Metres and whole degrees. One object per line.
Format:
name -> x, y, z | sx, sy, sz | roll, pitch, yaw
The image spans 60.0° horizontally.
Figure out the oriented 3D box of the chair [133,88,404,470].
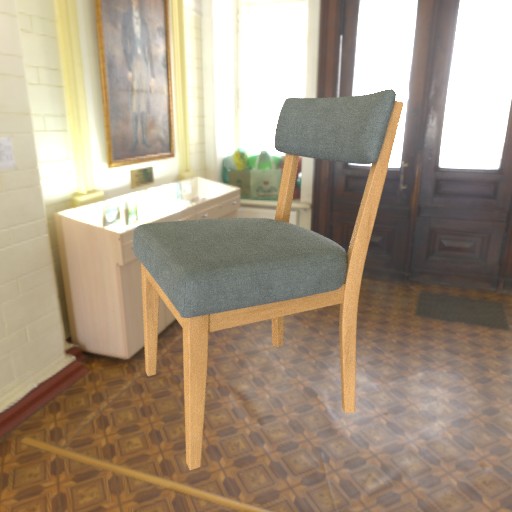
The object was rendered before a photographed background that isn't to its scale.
chair -> 0.000, 0.000, 1.194 | 0.572, 0.832, 0.508 | -8, 19, -24
